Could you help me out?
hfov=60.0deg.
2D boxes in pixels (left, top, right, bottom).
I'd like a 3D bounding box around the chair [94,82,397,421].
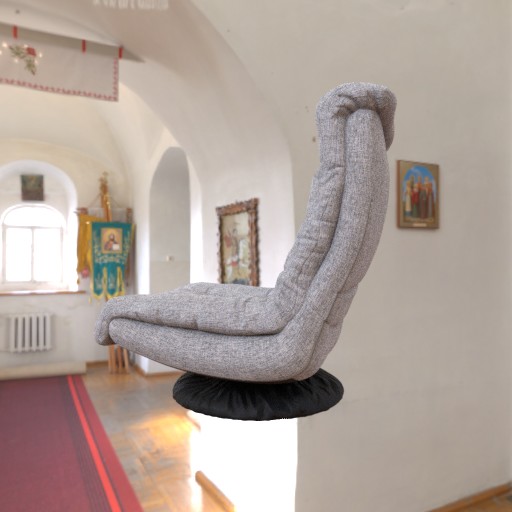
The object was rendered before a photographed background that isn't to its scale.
[{"bbox_3d":[0.000,0.000,0.963,0.583,0.600,0.400,0,0,18],"label":"chair"}]
